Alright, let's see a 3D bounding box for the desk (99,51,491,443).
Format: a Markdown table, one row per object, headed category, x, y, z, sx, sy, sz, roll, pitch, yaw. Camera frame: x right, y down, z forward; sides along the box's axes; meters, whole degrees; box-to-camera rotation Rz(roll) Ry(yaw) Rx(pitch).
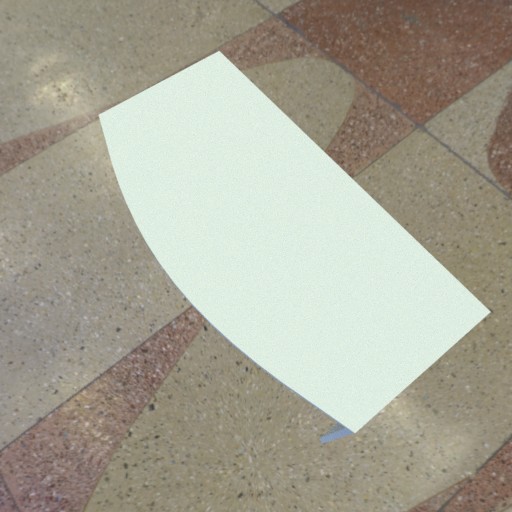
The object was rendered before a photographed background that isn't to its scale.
| category | x | y | z | sx | sy | sz | roll | pitch | yaw |
| --- | --- | --- | --- | --- | --- | --- | --- | --- | --- |
| desk | 0.000 | 0.000 | 2.026 | 0.802 | 0.750 | 1.600 | -35 | 70 | -15 |
